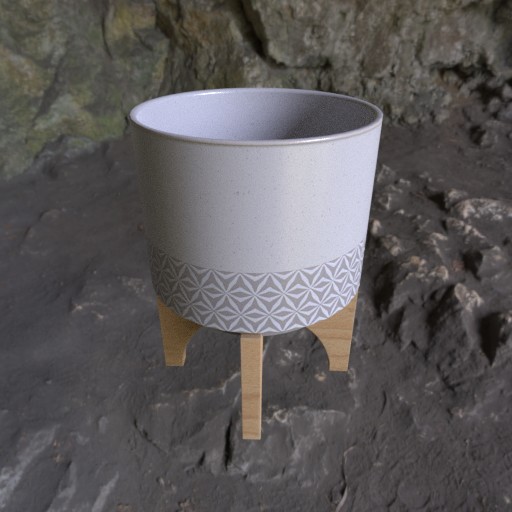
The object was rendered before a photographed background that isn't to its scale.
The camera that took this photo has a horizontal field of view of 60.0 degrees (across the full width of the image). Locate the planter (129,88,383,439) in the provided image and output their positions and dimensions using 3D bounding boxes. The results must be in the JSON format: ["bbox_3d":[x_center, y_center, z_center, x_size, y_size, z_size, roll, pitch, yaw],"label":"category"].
[{"bbox_3d":[0.000,0.000,0.402,0.188,0.260,0.188,0,30,0],"label":"planter"}]
